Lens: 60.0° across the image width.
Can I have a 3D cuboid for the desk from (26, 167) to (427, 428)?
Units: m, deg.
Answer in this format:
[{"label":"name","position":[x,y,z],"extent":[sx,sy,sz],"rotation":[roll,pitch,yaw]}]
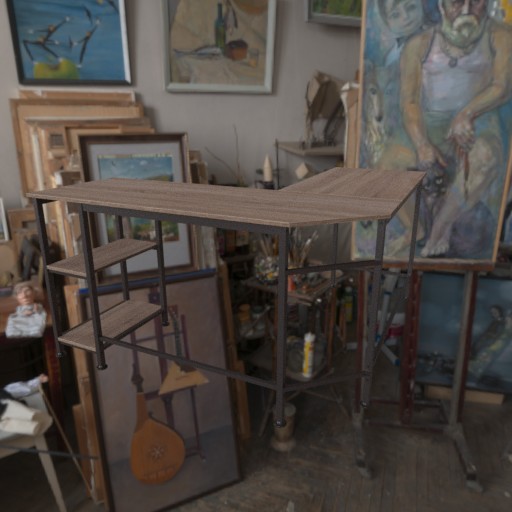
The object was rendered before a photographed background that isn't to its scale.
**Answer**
[{"label":"desk","position":[0.000,0.000,2.194],"extent":[1.379,0.739,1.379],"rotation":[9,20,24]}]
